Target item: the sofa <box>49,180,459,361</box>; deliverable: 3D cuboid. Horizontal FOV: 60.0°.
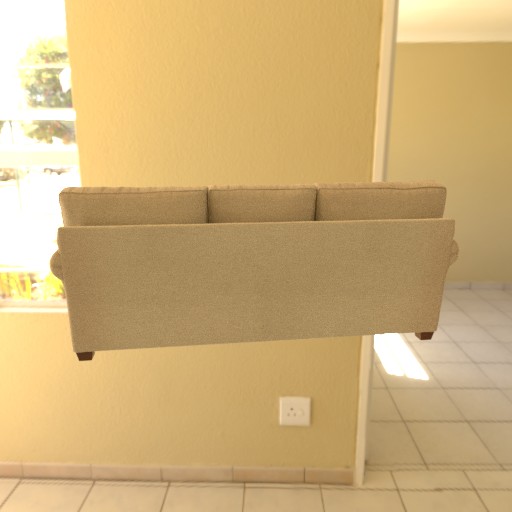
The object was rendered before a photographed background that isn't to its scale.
[{"bbox_3d":[0.000,0.000,2.866,2.312,0.975,0.965,-2,13,-8],"label":"sofa"}]
